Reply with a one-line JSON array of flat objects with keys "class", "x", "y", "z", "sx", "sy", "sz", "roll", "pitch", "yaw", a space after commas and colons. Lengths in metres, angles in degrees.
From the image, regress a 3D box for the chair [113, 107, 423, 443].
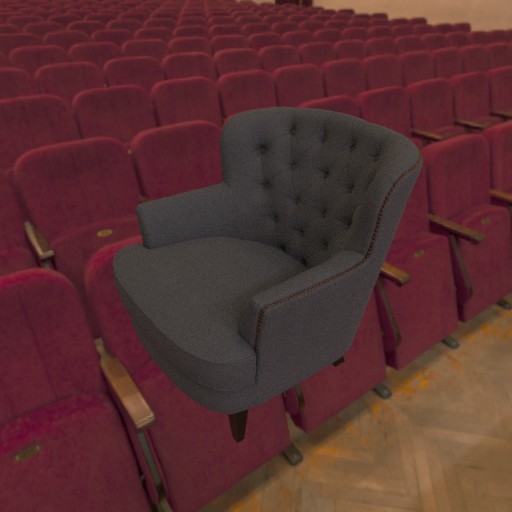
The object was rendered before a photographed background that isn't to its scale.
[{"class": "chair", "x": 0.000, "y": 0.000, "z": 1.578, "sx": 0.906, "sy": 0.868, "sz": 0.848, "roll": -20, "pitch": 36, "yaw": -31}]
